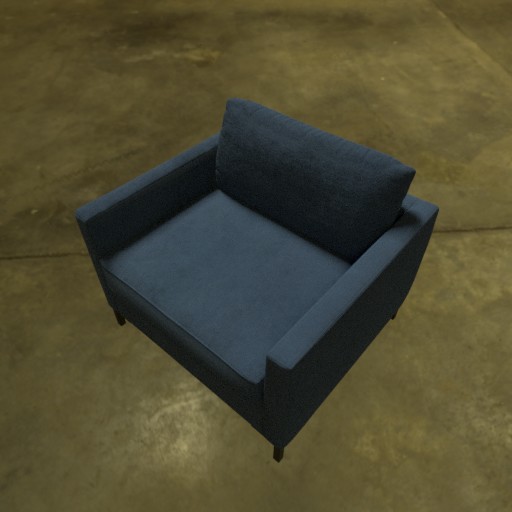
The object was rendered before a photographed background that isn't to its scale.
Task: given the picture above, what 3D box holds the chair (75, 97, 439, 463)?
[{"bbox_3d":[0.000,0.000,1.654,0.964,0.812,0.875,31,53,28],"label":"chair"}]
